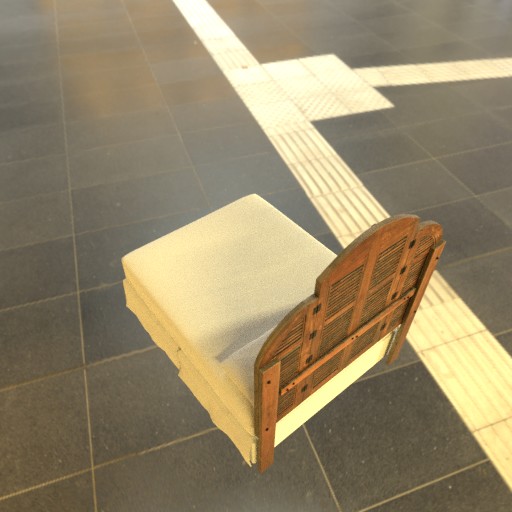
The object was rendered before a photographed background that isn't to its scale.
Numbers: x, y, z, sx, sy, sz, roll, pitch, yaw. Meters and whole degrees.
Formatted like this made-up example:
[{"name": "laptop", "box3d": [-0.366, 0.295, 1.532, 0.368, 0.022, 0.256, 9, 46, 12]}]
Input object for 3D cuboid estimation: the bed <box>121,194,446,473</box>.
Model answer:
[{"name": "bed", "box3d": [0.000, 0.000, 3.573, 1.713, 2.019, 2.138, -30, 52, -26]}]
